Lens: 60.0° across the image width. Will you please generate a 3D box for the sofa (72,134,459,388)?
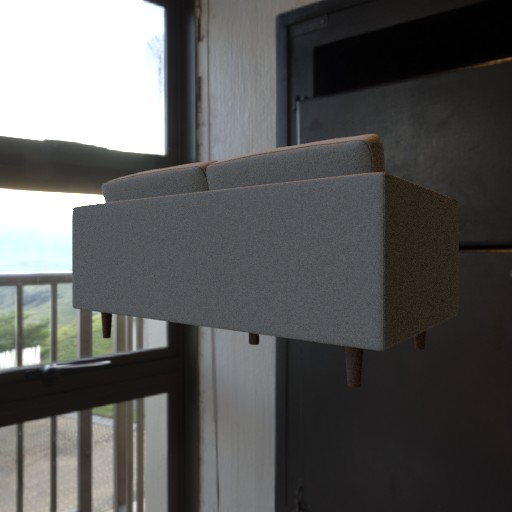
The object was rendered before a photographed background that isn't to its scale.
[{"bbox_3d":[0.000,0.000,2.260,1.731,0.900,1.000,0,1,37],"label":"sofa"}]
